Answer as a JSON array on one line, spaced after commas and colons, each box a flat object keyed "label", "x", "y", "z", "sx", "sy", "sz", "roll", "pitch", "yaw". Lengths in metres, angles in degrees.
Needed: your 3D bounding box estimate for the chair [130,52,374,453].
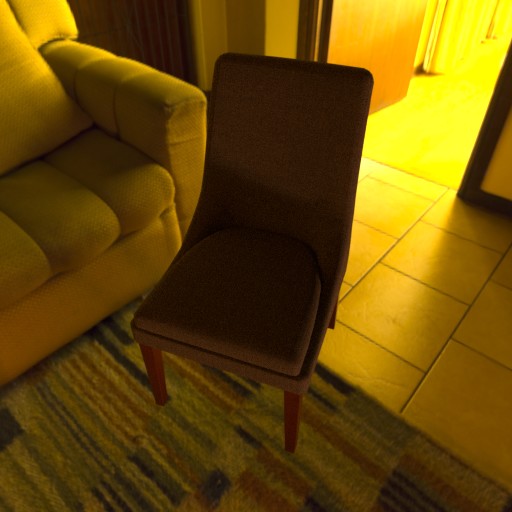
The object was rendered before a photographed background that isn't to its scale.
[{"label": "chair", "x": 0.000, "y": 0.000, "z": 1.327, "sx": 0.508, "sy": 0.952, "sz": 0.655, "roll": 14, "pitch": 43, "yaw": 15}]
